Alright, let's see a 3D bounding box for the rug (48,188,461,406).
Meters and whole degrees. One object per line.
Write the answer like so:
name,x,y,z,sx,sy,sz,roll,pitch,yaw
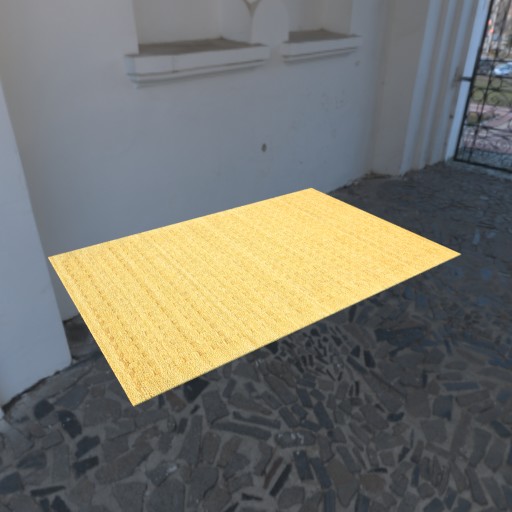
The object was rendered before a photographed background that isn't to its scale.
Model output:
rug,0.000,0.000,2.952,2.286,0.006,1.524,-19,34,-30
